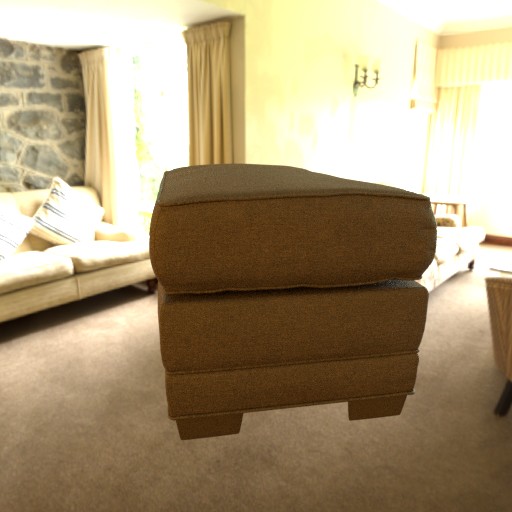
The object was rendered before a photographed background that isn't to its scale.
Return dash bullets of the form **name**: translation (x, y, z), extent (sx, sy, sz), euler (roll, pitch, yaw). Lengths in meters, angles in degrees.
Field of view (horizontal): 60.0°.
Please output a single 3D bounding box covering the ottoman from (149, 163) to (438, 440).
- **ottoman**: translation (0.000, 0.000, 1.138), extent (0.490, 0.448, 0.864), euler (-3, 15, -10)
